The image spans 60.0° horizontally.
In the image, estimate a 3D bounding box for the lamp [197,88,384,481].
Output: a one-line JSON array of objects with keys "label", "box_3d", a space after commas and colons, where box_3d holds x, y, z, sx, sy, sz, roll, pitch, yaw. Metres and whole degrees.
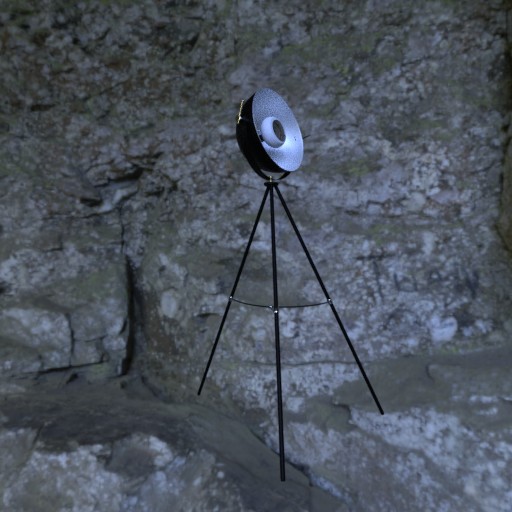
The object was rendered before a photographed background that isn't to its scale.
[{"label": "lamp", "box_3d": [0.000, 0.000, 2.055, 0.920, 1.512, 0.817, 0, 0, 37]}]
